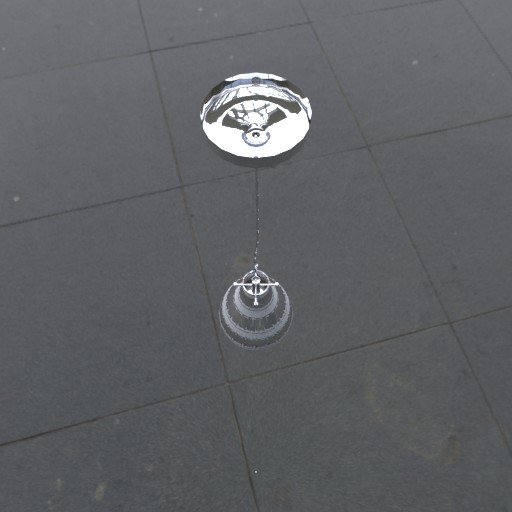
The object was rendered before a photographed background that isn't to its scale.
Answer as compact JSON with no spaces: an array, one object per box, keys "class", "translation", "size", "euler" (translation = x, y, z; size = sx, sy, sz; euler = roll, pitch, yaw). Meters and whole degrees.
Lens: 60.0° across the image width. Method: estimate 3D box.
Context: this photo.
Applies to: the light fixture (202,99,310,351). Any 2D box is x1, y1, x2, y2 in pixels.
[{"class":"light fixture","translation":[0.000,0.000,1.643],"size":[0.374,1.457,0.374],"euler":[0,64,0]}]
